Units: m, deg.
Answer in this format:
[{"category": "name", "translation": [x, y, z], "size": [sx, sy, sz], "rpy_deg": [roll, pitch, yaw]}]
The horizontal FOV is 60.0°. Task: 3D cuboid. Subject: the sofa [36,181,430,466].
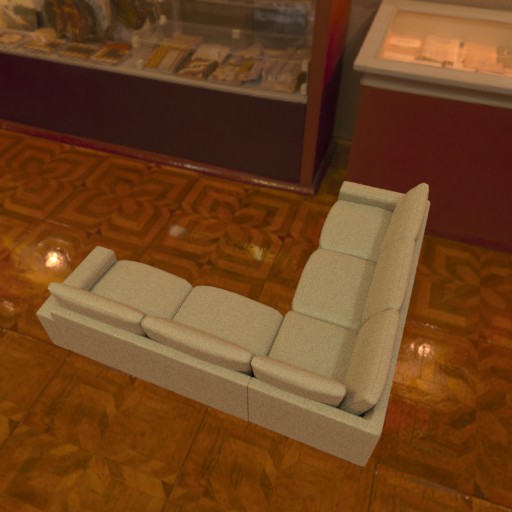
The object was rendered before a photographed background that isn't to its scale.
[{"category": "sofa", "translation": [0.000, 0.000, 4.063], "size": [2.742, 0.800, 2.622], "rpy_deg": [16, 49, 15]}]
